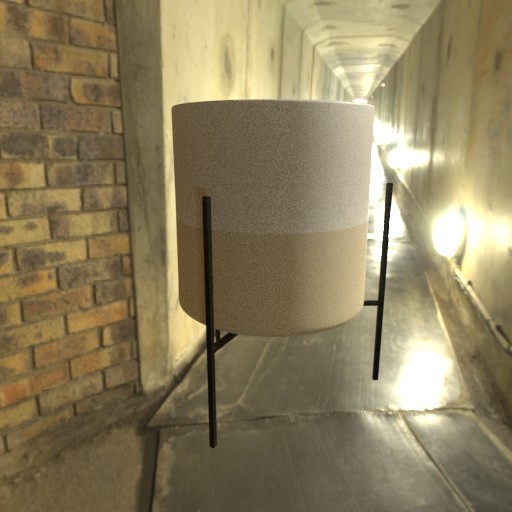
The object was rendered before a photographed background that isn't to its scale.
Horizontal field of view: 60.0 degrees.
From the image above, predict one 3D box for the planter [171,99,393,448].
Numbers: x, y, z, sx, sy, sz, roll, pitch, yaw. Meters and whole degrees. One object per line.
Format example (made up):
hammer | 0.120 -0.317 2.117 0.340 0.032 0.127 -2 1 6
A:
planter | 0.000 0.000 0.569 0.267 0.362 0.263 14 20 43
